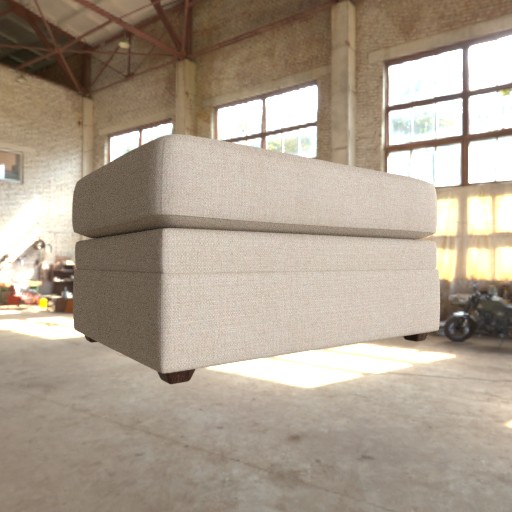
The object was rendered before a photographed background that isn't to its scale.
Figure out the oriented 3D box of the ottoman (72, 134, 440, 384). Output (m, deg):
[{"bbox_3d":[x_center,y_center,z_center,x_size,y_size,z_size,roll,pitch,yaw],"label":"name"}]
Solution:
[{"bbox_3d":[0.000,0.000,1.254,0.885,0.478,0.637,1,-1,-36],"label":"ottoman"}]
